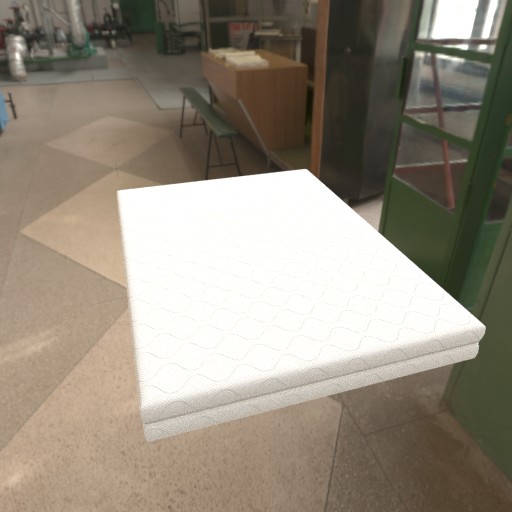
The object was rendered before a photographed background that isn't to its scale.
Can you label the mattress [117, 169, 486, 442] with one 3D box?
[{"bbox_3d":[0.000,0.000,2.457,1.400,0.200,1.900,-9,33,-15],"label":"mattress"}]
